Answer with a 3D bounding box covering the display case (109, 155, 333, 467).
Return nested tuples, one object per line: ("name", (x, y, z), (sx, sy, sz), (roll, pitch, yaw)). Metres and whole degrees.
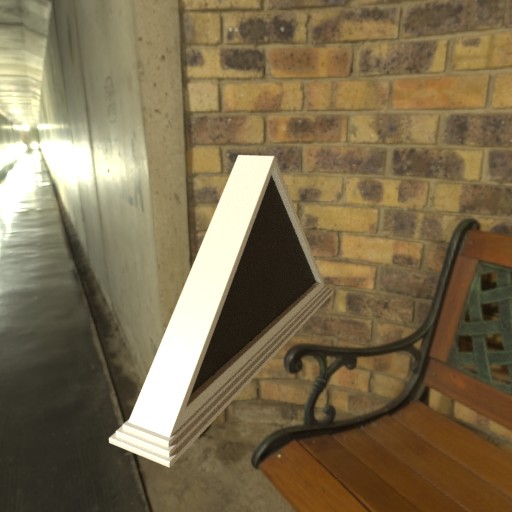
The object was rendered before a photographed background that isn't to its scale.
("display case", (0.000, 0.000, 0.769), (0.095, 0.340, 0.640), (8, 18, 26))
